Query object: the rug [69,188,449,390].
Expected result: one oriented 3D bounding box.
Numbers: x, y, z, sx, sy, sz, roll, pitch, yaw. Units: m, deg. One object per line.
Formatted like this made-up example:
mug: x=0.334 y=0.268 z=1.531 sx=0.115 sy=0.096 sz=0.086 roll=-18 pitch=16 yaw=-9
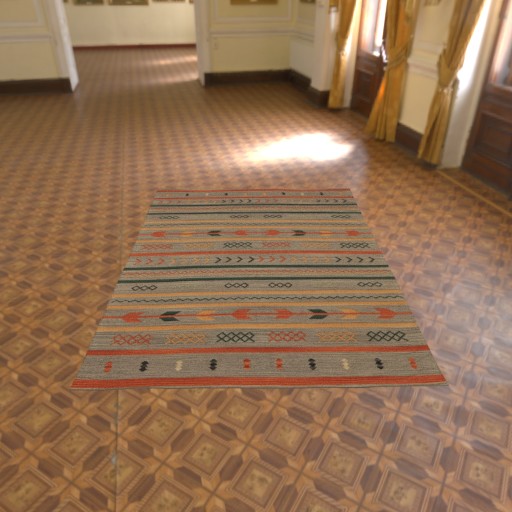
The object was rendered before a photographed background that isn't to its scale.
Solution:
rug: x=0.000 y=0.000 z=3.917 sx=2.263 sy=0.022 sz=3.029 roll=-1 pitch=31 yaw=-1
